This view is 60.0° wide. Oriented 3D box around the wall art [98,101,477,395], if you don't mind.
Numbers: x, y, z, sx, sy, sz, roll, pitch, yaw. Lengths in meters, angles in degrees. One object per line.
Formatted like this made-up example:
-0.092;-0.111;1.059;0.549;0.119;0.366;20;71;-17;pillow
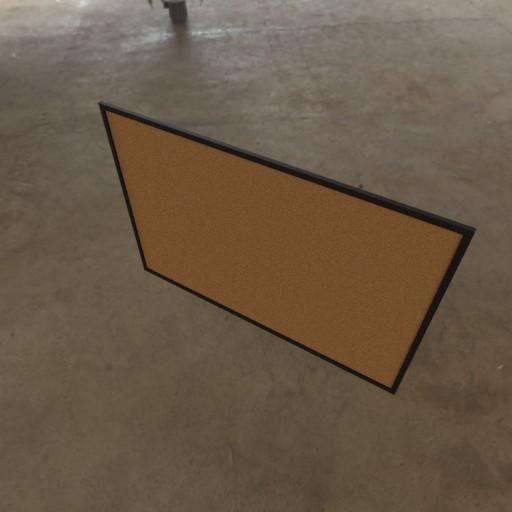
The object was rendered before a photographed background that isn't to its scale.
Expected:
0.000;0.000;1.244;0.963;0.665;0.013;24;51;21;wall art
